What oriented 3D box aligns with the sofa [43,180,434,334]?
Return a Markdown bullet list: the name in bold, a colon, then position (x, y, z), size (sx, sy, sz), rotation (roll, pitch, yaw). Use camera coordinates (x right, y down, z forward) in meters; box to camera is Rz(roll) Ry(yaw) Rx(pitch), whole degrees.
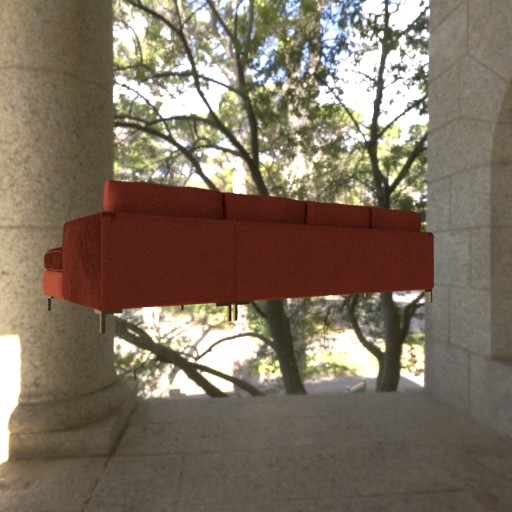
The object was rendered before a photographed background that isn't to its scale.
- **sofa**: position (0.000, 0.000, 3.575), size (2.932, 0.810, 1.350), rotation (0, -1, -36)
